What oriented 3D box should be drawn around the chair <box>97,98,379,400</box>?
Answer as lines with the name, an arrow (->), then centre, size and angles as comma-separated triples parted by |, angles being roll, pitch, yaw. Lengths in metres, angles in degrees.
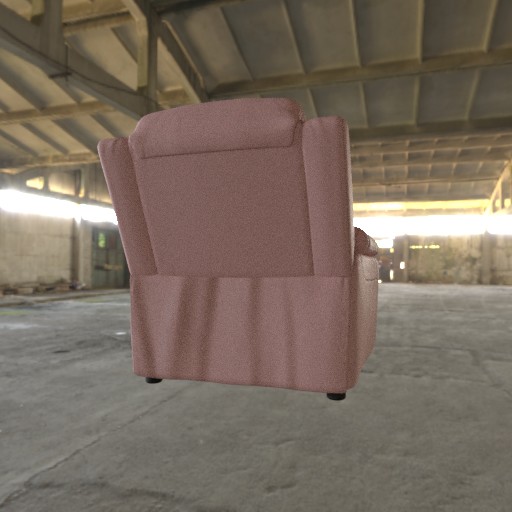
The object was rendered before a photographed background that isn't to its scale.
chair -> 0.000, 0.000, 1.298 | 0.680, 0.702, 0.709 | 0, -1, 18
